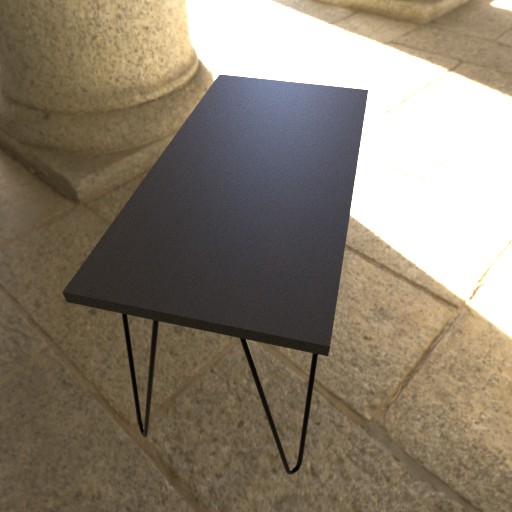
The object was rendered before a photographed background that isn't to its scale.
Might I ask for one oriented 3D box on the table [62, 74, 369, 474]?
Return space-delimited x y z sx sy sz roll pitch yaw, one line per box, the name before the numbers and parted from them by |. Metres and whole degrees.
table | 0.000 0.000 1.354 0.499 0.660 0.991 10 46 10
